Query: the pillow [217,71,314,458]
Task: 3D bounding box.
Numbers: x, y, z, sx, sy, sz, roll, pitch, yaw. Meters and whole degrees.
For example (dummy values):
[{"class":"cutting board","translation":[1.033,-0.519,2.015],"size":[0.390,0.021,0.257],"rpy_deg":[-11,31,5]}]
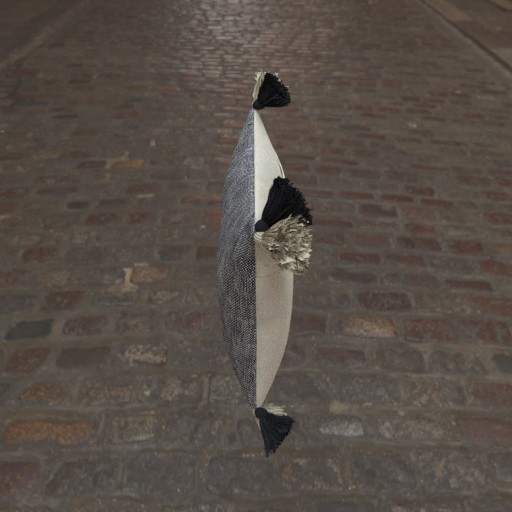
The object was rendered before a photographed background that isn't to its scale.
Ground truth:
[{"class":"pillow","translation":[0.000,0.000,0.988],"size":[0.170,0.659,0.654],"rpy_deg":[0,41,0]}]
